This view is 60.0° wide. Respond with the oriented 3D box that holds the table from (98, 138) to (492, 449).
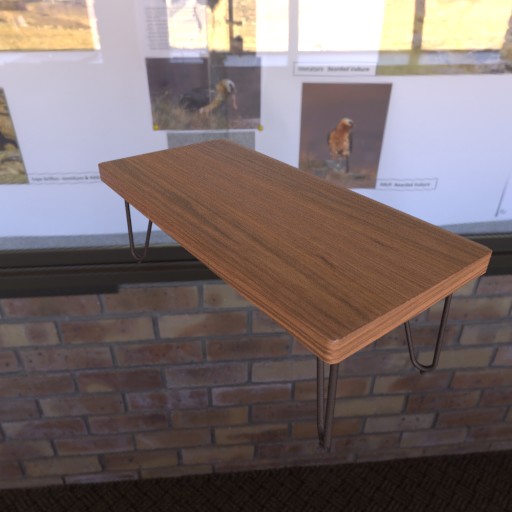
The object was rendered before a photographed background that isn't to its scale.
[{"bbox_3d":[0.000,0.000,1.657,0.637,0.468,1.375,-21,37,-31],"label":"table"}]
